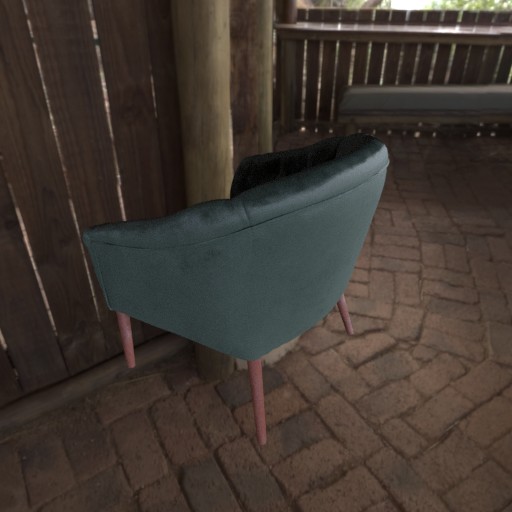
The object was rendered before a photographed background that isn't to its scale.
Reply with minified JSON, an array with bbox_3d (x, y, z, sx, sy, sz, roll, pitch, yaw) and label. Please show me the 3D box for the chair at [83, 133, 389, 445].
[{"bbox_3d":[0.000,0.000,1.534,0.776,0.885,0.851,21,37,30],"label":"chair"}]
